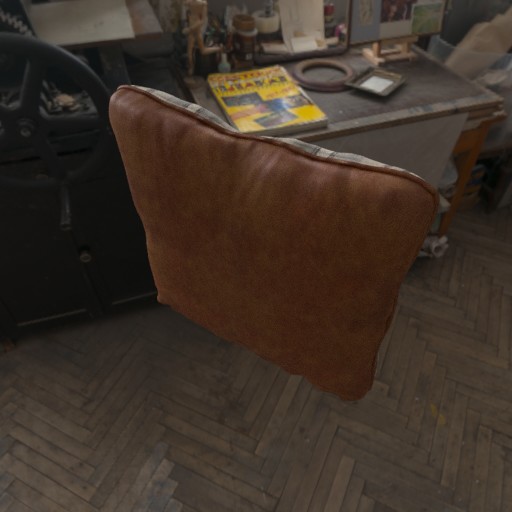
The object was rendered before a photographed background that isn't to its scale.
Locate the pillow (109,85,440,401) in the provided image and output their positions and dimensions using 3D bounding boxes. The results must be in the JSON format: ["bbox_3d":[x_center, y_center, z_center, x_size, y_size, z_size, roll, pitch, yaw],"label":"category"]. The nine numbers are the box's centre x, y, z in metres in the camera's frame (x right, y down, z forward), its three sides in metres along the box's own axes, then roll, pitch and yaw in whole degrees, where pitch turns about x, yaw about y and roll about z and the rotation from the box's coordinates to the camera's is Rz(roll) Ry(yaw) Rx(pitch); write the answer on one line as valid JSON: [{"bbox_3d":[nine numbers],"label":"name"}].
[{"bbox_3d":[0.000,0.000,0.737,0.489,0.490,0.130,24,50,21],"label":"pillow"}]
